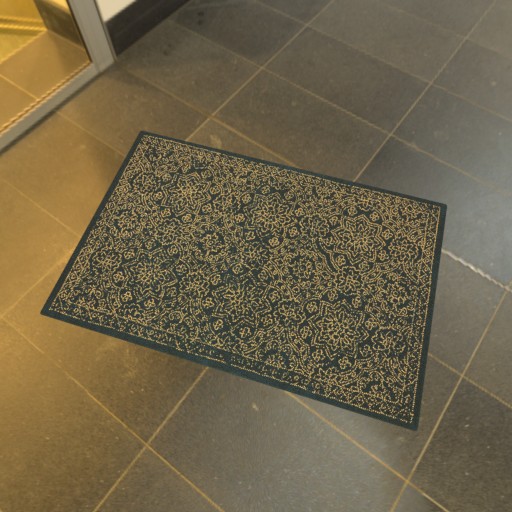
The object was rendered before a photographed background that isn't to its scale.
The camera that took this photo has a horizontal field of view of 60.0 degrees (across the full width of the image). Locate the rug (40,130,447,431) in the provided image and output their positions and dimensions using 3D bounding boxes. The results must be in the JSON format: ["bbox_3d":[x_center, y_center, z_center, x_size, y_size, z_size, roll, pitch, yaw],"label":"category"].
[{"bbox_3d":[0.000,0.000,2.295,1.829,0.010,1.219,15,64,8],"label":"rug"}]
